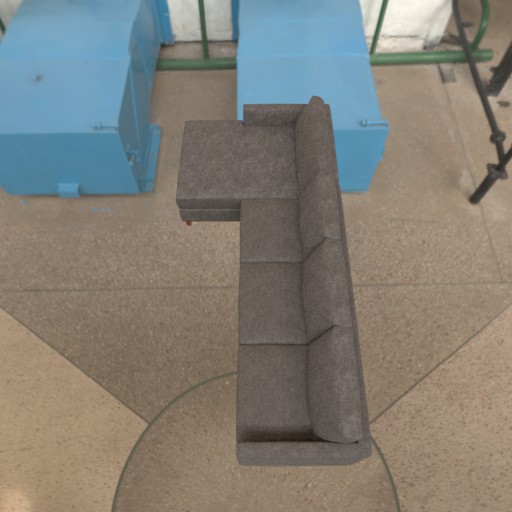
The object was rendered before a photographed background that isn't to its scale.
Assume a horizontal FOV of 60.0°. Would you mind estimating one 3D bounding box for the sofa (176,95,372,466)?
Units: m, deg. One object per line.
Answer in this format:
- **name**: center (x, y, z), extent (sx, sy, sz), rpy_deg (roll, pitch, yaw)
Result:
- **sofa**: center (0.000, 0.000, 4.082), extent (1.606, 0.954, 3.471), rpy_deg (0, 60, 0)
